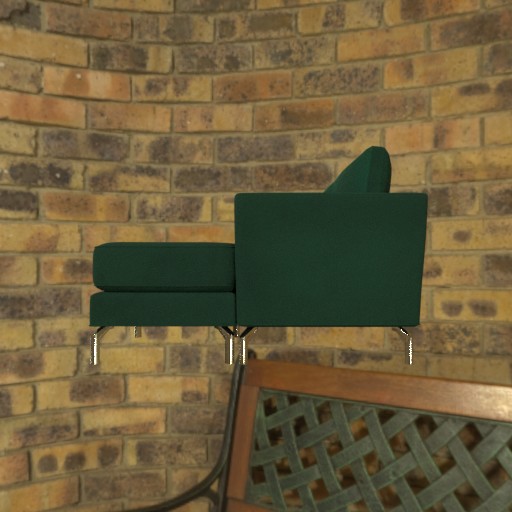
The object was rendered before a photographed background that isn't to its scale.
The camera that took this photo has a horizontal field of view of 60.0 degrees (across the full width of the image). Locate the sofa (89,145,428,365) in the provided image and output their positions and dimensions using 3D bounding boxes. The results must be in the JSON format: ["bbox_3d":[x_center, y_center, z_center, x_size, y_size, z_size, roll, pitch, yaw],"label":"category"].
[{"bbox_3d":[0.000,0.000,3.123,1.489,1.007,2.441,0,-1,0],"label":"sofa"}]
